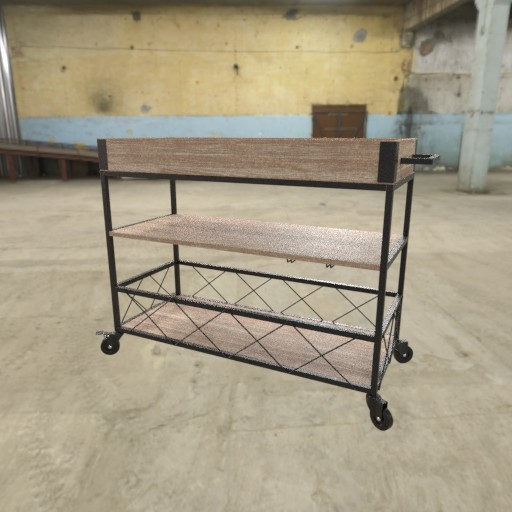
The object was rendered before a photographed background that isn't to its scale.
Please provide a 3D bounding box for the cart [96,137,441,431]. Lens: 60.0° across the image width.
[{"bbox_3d":[0.000,0.000,1.536,1.101,0.787,0.500,7,17,25],"label":"cart"}]
